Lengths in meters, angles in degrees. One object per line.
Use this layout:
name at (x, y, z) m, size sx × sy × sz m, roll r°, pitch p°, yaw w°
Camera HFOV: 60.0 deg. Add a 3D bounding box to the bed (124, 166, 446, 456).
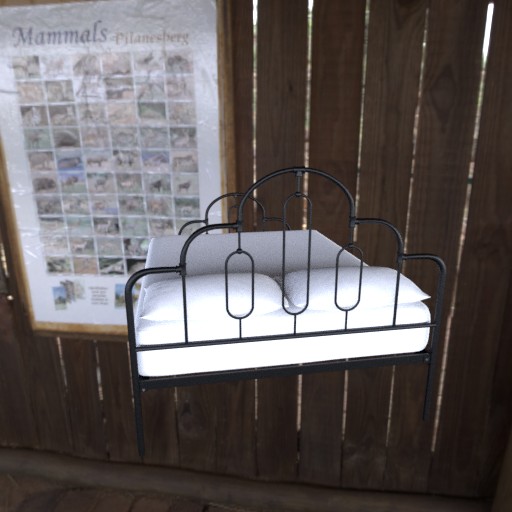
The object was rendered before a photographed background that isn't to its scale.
bed at (0.000, 0.000, 3.232) m, size 1.626 × 1.444 × 2.181 m, roll -3°, pitch 16°, yaw -10°
